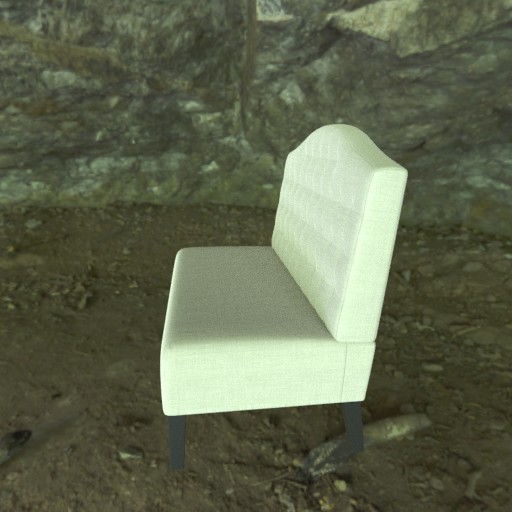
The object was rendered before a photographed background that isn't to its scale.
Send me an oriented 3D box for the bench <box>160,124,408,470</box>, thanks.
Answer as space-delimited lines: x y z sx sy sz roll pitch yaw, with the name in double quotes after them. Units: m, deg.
0.000 0.000 2.066 0.815 1.180 1.335 -2 15 -7 "bench"
